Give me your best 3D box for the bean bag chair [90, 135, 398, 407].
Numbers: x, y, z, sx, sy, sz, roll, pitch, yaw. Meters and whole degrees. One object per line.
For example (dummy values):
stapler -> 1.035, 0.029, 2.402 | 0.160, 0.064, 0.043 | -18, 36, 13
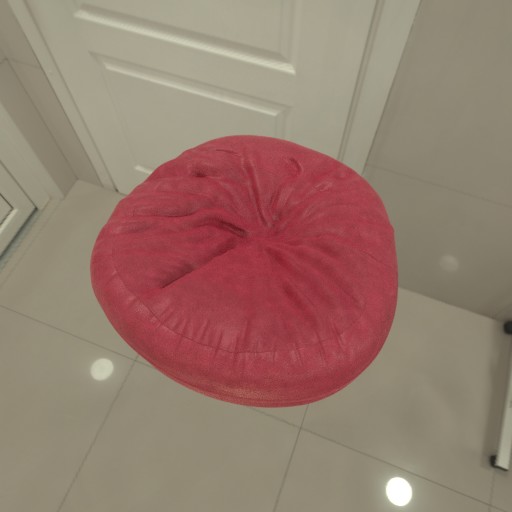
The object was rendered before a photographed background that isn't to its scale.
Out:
bean bag chair -> 0.000, 0.000, 2.393 | 1.524, 0.878, 1.524 | 19, 65, 9
